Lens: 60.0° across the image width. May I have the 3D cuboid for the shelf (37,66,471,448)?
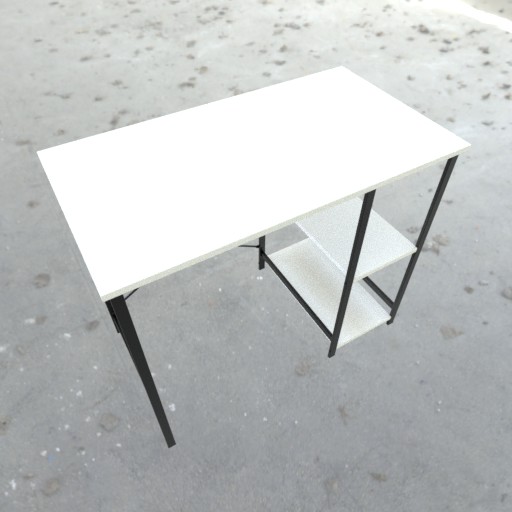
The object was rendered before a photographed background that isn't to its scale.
[{"bbox_3d":[0.000,0.000,1.324,0.902,0.750,0.498,-23,51,-20],"label":"shelf"}]
